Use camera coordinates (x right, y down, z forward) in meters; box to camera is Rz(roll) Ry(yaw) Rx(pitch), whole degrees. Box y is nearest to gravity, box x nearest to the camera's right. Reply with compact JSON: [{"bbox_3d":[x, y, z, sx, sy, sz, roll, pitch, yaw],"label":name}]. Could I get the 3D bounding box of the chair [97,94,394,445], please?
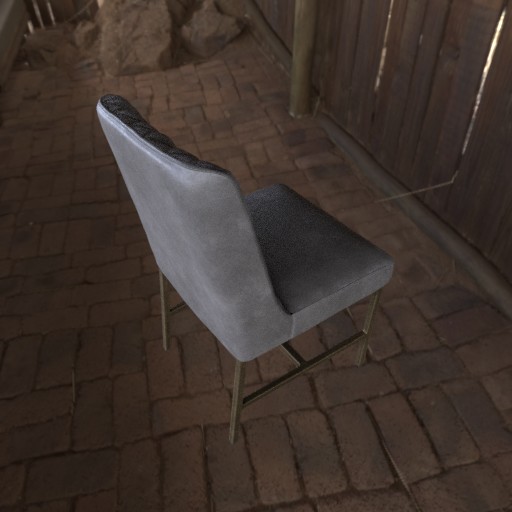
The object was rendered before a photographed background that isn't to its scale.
[{"bbox_3d":[0.000,0.000,1.223,0.587,0.889,0.508,-25,46,-27],"label":"chair"}]
